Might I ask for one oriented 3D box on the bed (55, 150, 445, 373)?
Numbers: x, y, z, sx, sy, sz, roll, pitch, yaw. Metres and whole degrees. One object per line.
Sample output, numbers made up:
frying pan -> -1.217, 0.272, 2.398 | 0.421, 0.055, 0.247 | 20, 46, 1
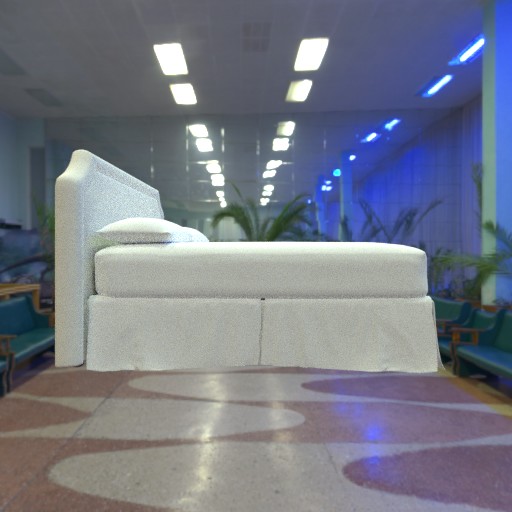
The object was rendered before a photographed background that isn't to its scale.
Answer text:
bed -> 0.000, 0.000, 3.494 | 2.204, 1.301, 2.160 | 0, 1, 1
